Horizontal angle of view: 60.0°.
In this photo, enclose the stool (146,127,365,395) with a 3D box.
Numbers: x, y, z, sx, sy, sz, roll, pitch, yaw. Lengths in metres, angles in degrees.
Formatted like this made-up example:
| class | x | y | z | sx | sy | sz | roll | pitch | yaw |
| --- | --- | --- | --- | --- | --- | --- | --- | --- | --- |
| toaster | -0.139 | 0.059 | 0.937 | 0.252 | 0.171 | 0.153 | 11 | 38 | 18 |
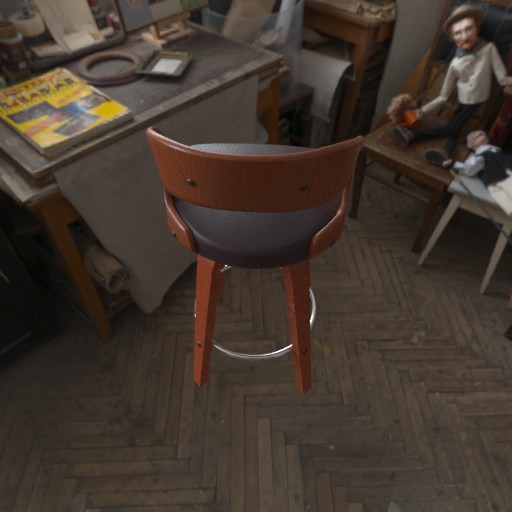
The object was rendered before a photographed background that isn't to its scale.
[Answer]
| class | x | y | z | sx | sy | sz | roll | pitch | yaw |
| --- | --- | --- | --- | --- | --- | --- | --- | --- | --- |
| stool | 0.000 | 0.000 | 1.182 | 0.457 | 0.940 | 0.457 | 3 | 48 | 3 |
